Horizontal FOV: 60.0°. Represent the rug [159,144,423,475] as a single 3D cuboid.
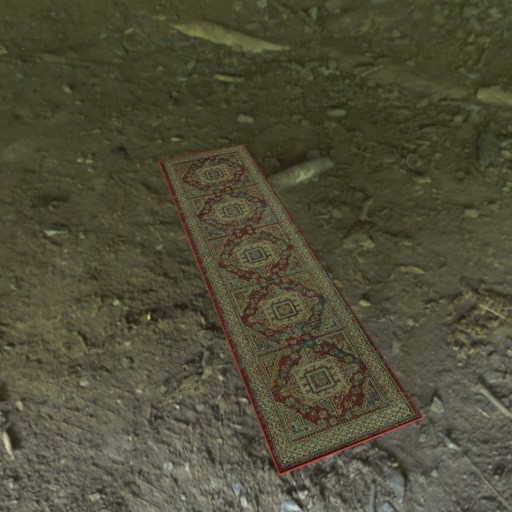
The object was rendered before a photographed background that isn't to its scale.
[{"bbox_3d":[0.000,0.000,2.547,0.659,0.015,2.292,-15,48,-14],"label":"rug"}]
